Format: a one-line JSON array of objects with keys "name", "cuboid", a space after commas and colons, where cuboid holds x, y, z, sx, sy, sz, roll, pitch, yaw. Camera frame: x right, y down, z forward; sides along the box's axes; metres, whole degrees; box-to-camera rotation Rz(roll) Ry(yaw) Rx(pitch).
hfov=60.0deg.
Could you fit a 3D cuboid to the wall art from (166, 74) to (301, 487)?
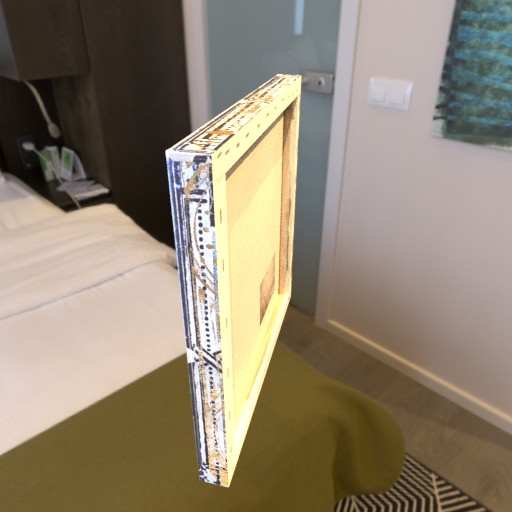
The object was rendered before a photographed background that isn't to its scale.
[{"name": "wall art", "cuboid": [0.000, 0.000, 0.607, 0.038, 0.410, 0.411, 7, 31, 12]}]
